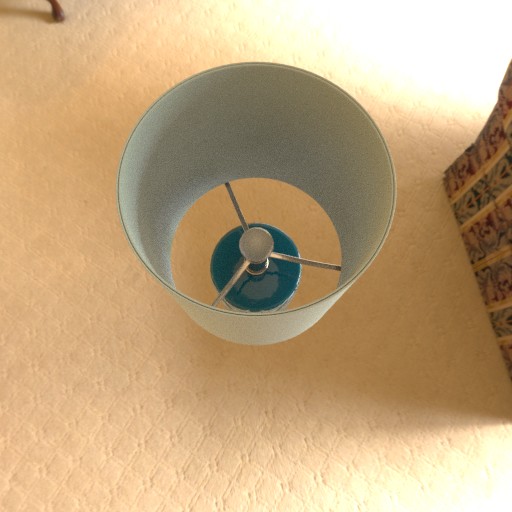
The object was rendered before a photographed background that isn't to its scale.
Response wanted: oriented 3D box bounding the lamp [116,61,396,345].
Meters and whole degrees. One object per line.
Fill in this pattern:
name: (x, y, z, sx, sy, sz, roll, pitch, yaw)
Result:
lamp: (0.000, 0.000, 0.486, 0.193, 0.377, 0.193, 38, 77, 10)
